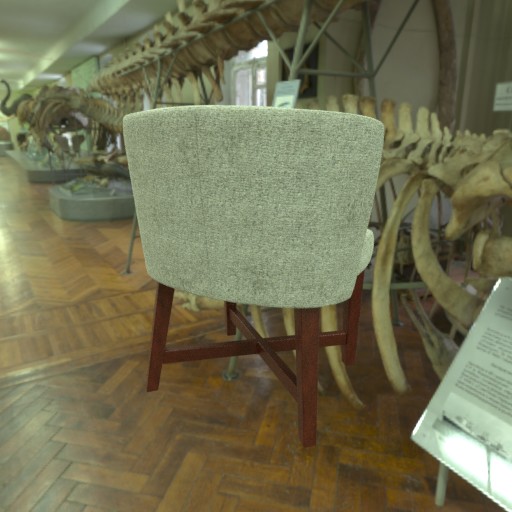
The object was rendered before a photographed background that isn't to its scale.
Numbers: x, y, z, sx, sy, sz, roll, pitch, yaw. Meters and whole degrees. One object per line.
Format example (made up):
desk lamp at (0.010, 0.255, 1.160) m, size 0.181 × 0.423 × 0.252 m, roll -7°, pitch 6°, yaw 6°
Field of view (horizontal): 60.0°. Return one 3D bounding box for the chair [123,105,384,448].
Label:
chair at (0.000, 0.000, 1.313) m, size 0.728 × 0.827 × 0.575 m, roll 9°, pitch 18°, yaw 27°
